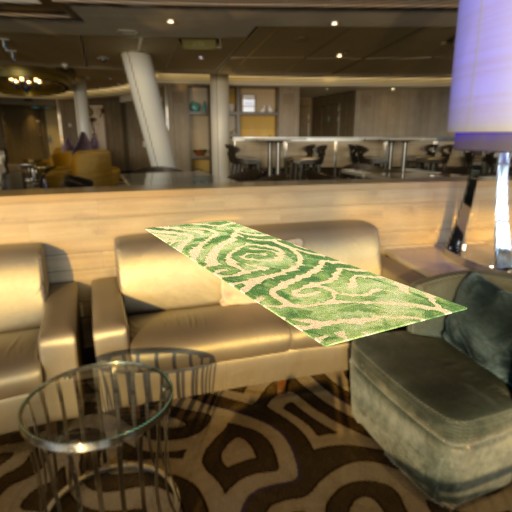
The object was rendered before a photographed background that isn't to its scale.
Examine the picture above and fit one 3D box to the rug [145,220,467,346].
[{"bbox_3d":[0.000,0.000,2.776,0.761,0.006,2.438,-8,17,-27],"label":"rug"}]
